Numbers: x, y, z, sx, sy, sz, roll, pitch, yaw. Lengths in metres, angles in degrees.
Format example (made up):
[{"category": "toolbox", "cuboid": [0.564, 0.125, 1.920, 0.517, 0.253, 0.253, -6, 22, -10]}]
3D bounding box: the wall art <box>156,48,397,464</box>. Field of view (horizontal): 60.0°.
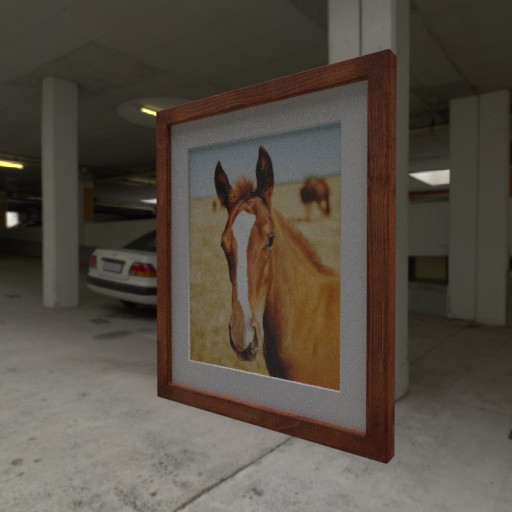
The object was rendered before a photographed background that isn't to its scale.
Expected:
[{"category": "wall art", "cuboid": [0.000, 0.000, 0.742, 0.462, 0.558, 0.030, 1, 1, 36]}]
